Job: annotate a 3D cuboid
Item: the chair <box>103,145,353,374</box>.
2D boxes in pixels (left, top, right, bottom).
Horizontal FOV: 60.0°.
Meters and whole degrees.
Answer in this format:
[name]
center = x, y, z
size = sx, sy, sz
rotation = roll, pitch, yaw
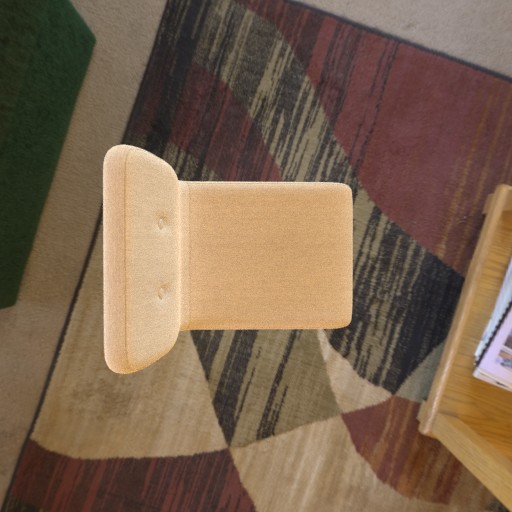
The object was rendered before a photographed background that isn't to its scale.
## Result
[chair]
center = 0.000, 0.000, 1.200
size = 0.550, 0.885, 0.435
rotation = 0, 91, -1
